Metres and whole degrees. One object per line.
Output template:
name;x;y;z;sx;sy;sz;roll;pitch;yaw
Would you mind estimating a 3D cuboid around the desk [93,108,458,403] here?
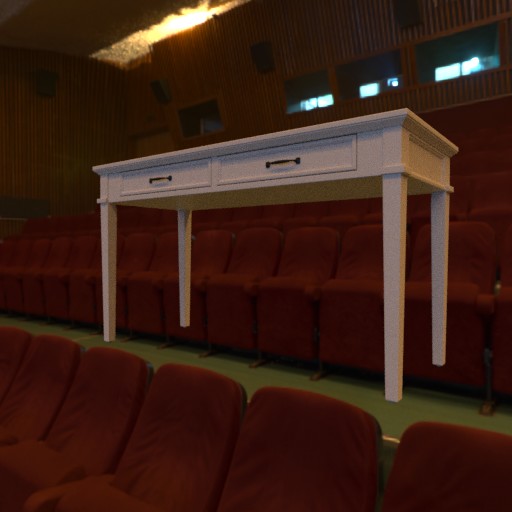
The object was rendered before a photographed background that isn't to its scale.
desk;0.000;0.000;1.764;1.372;0.774;0.559;1;1;37
